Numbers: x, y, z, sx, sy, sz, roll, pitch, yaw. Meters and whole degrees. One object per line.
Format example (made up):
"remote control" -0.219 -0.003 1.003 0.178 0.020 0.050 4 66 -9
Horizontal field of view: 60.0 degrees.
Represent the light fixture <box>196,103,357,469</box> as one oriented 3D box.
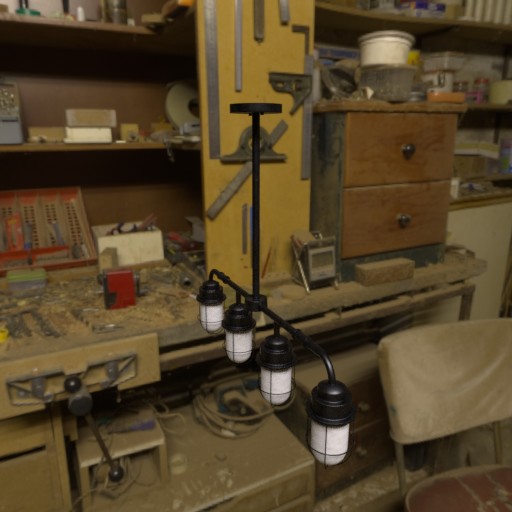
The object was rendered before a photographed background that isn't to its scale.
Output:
"light fixture" 0.000 0.000 1.212 0.131 0.785 0.852 -7 17 -25
